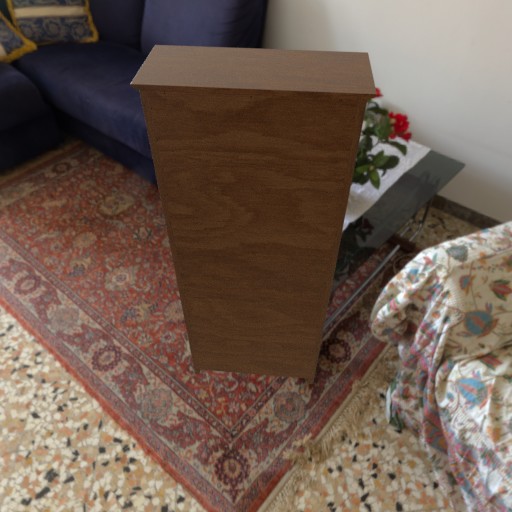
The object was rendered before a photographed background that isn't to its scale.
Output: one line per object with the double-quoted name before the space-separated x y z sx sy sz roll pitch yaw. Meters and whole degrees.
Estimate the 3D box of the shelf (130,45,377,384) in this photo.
"shelf" 0.000 0.000 2.238 0.805 1.905 0.335 4 46 4
